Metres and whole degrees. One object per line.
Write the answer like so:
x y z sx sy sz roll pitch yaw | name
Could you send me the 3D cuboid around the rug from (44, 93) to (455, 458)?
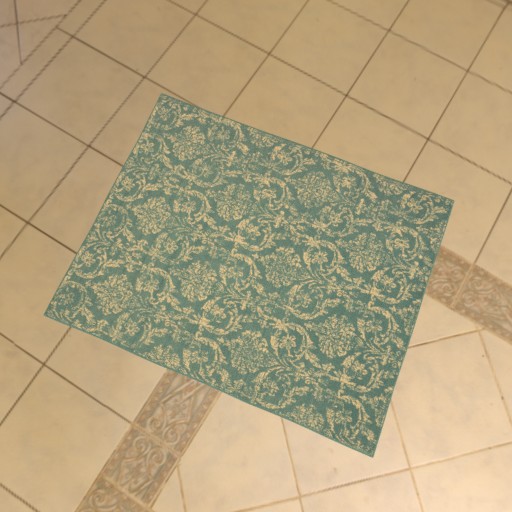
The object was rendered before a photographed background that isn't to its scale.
0.000 0.000 3.939 2.980 0.012 2.363 22 76 6 | rug
